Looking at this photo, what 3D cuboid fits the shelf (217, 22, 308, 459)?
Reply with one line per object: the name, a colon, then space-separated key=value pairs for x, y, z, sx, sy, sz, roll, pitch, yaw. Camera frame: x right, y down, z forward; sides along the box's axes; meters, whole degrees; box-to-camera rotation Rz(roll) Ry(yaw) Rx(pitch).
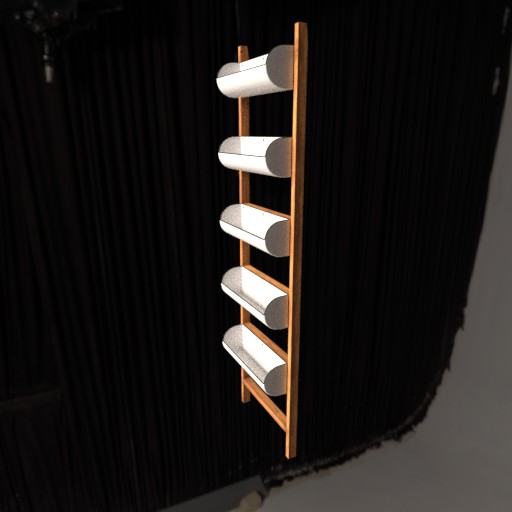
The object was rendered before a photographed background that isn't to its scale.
shelf: x=0.000 y=0.000 z=1.760 sx=0.141 sy=1.600 sz=0.454 roll=-8 pitch=17 yaw=-25
